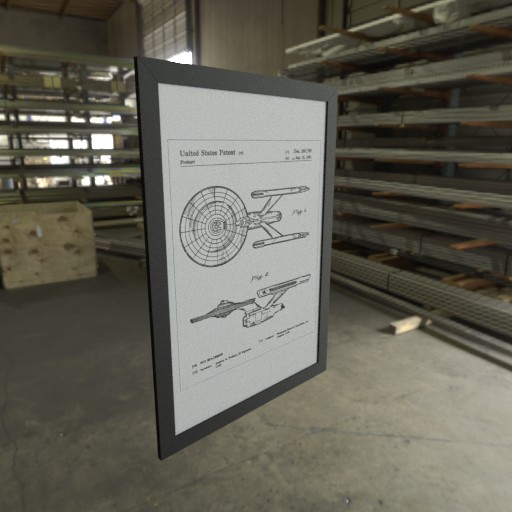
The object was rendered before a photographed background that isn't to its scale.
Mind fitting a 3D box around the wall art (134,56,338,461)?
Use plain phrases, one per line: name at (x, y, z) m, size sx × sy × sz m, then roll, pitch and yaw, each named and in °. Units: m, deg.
wall art at (0.000, 0.000, 0.692) m, size 0.379 × 0.530 × 0.008 m, roll -13°, pitch 19°, yaw -42°
